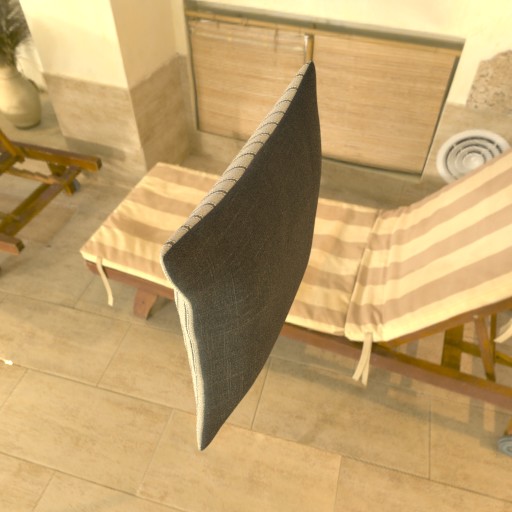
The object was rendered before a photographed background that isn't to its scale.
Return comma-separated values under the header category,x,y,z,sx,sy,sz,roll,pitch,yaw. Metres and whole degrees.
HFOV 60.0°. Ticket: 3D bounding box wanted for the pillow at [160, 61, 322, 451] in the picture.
category,x,y,z,sx,sy,sz,roll,pitch,yaw
pillow,0.000,0.000,0.694,0.138,0.444,0.468,16,48,15
